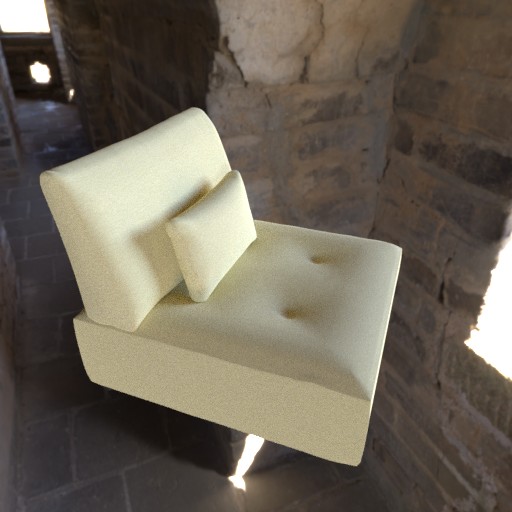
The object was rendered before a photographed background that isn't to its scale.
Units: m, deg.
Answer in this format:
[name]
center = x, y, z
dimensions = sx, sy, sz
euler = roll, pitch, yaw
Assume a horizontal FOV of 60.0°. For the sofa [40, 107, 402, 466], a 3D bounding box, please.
[sofa]
center = 0.000, 0.000, 1.629
dimensions = 1.000, 0.820, 0.930
euler = 11, 32, 18
